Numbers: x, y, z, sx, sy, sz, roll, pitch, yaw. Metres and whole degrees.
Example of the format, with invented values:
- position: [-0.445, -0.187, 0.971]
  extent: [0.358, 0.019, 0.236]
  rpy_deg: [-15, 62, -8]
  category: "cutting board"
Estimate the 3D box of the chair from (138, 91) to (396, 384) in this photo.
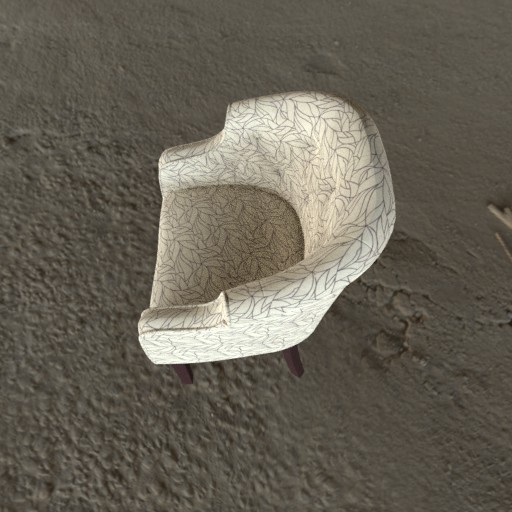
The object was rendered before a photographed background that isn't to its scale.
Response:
- position: [0.000, 0.000, 1.342]
  extent: [0.613, 0.858, 0.686]
  rpy_deg: [-1, 58, -1]
  category: "chair"
